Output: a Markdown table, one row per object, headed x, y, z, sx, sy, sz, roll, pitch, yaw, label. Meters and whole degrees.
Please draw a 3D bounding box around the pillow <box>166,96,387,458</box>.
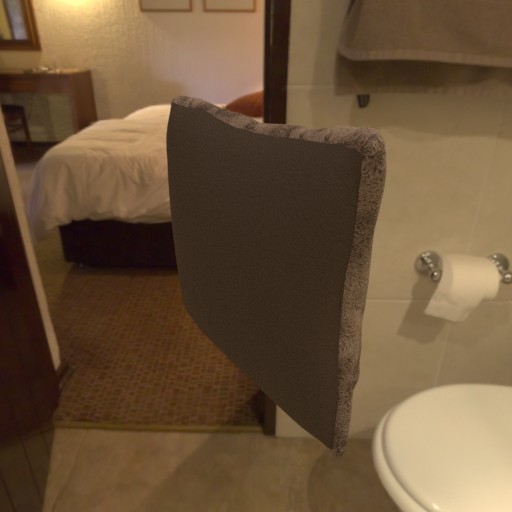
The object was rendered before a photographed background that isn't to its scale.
| x | y | z | sx | sy | sz | roll | pitch | yaw | label |
| --- | --- | --- | --- | --- | --- | --- | --- | --- | --- |
| 0.000 | 0.000 | 0.791 | 0.204 | 0.520 | 0.522 | -18 | 32 | -31 | pillow |
